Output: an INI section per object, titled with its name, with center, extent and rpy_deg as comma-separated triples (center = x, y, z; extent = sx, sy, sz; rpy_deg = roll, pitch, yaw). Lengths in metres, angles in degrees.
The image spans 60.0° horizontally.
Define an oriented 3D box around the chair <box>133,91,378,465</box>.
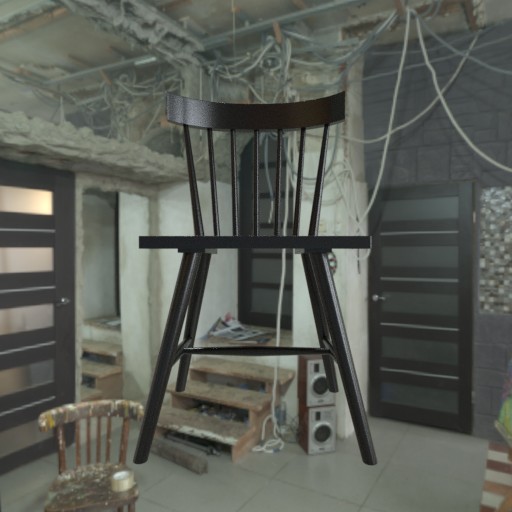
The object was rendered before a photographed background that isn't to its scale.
[chair]
center = 0.000, 0.000, 1.136
extent = 0.506, 0.844, 0.483
rpy_deg = 0, 1, 1
